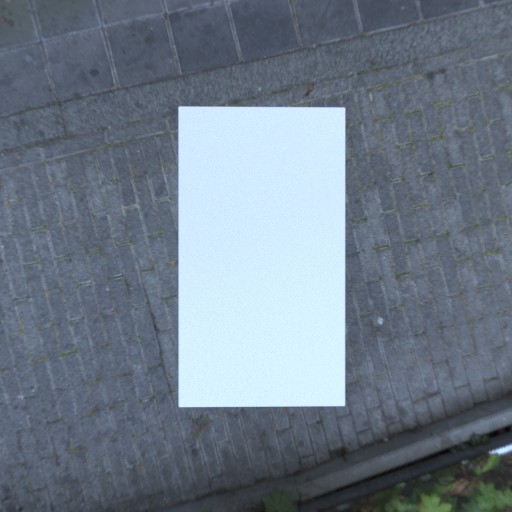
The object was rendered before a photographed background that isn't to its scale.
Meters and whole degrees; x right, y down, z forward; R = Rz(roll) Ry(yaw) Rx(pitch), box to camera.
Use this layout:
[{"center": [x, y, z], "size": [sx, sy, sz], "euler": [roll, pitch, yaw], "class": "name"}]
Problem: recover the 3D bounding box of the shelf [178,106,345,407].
[{"center": [0.000, 0.000, 1.605], "size": [0.340, 1.411, 0.611], "euler": [0, 90, -1], "class": "shelf"}]
